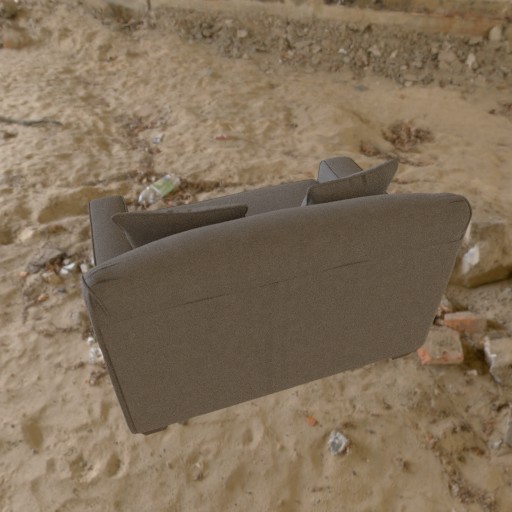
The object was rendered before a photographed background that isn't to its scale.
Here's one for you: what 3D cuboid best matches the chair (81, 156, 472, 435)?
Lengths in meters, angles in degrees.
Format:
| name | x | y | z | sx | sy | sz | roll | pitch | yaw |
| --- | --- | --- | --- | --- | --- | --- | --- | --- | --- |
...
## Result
| name | x | y | z | sx | sy | sz | roll | pitch | yaw |
| --- | --- | --- | --- | --- | --- | --- | --- | --- | --- |
| chair | 0.000 | 0.000 | 2.037 | 1.395 | 0.953 | 0.992 | -12 | 42 | -14 |
